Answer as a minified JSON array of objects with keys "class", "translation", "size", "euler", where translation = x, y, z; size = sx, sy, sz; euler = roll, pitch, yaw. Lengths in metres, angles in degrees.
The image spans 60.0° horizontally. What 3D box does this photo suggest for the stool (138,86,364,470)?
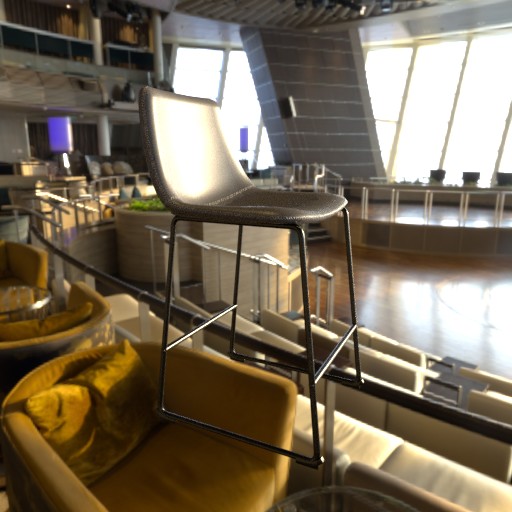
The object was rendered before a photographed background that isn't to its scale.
[{"class":"stool","translation":[0.000,0.000,1.220],"size":[0.546,0.876,0.470],"euler":[6,15,25]}]
